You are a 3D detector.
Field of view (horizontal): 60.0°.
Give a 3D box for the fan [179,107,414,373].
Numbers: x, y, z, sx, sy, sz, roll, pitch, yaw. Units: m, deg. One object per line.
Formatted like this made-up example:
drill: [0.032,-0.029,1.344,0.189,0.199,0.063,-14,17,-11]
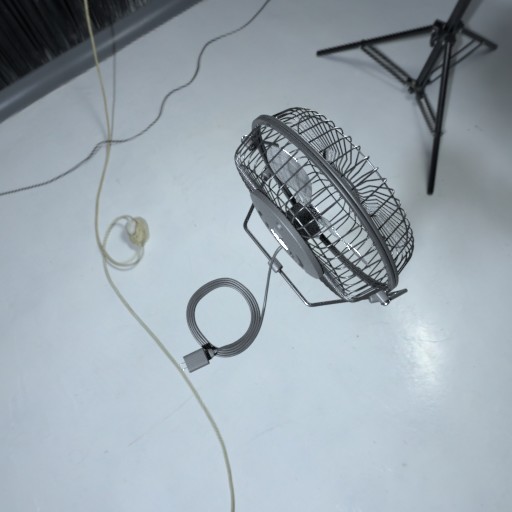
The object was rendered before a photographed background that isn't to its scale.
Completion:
fan: [0.000,0.000,0.373,0.227,0.188,0.209,-37,77,-10]
